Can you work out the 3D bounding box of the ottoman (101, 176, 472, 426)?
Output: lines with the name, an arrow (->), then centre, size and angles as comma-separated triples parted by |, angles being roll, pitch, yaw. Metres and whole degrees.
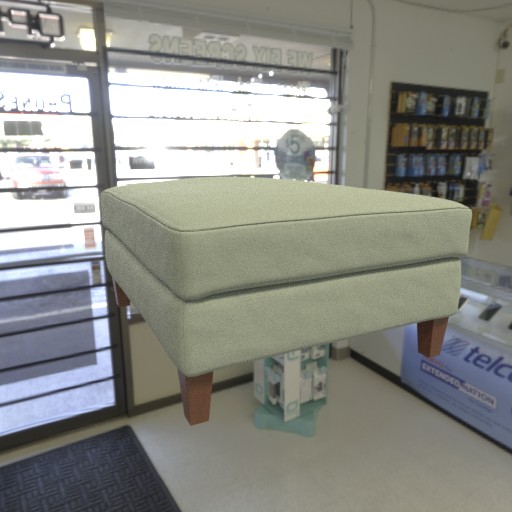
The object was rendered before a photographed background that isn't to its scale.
ottoman -> 0.000, 0.000, 1.469 | 0.842, 0.494, 0.991 | -7, 15, -26
